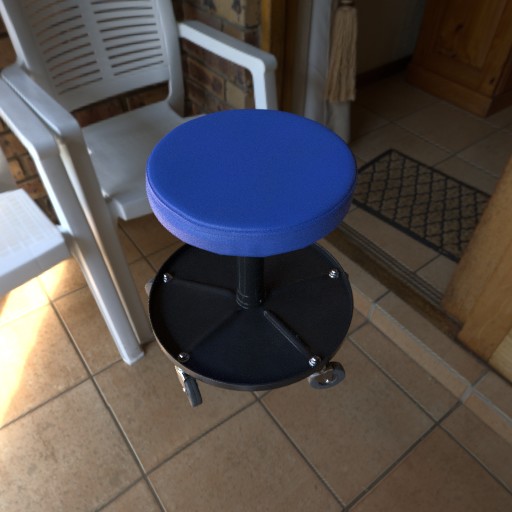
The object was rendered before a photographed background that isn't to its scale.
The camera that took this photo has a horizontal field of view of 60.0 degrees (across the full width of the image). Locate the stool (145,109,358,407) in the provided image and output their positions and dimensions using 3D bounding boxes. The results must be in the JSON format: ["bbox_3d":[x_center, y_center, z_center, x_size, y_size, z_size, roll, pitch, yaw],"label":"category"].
[{"bbox_3d":[0.000,0.000,0.698,0.382,0.365,0.381,-34,55,-28],"label":"stool"}]
